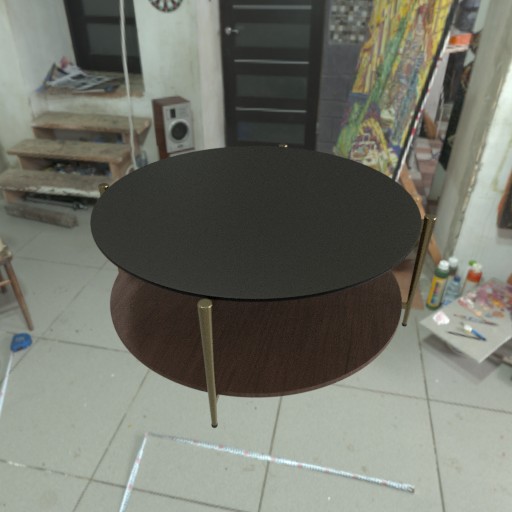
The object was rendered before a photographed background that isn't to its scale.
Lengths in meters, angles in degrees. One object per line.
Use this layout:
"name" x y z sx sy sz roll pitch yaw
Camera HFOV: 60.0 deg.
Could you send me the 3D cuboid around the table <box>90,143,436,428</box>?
"table" 0.000 0.000 1.423 0.938 0.400 0.938 -10 34 -15
